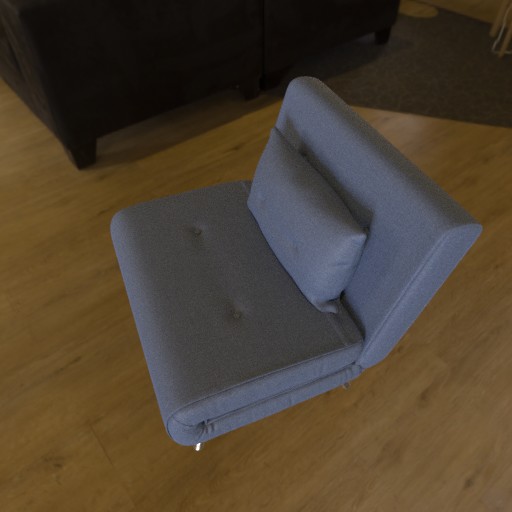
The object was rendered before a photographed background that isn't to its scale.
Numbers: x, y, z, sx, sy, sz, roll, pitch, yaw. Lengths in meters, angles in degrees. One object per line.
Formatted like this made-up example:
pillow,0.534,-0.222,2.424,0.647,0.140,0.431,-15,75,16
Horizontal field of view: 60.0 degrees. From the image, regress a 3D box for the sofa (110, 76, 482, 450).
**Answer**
sofa,0.000,0.000,1.703,0.996,0.860,0.999,-17,49,-15
